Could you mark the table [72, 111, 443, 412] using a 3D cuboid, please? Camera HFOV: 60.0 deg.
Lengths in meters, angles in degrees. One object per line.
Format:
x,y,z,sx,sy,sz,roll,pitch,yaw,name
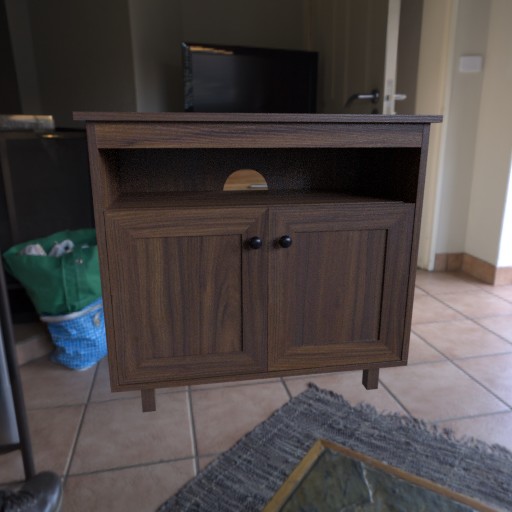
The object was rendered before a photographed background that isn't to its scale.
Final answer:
0.000,0.000,1.213,0.802,0.725,0.390,-3,15,-10,table
